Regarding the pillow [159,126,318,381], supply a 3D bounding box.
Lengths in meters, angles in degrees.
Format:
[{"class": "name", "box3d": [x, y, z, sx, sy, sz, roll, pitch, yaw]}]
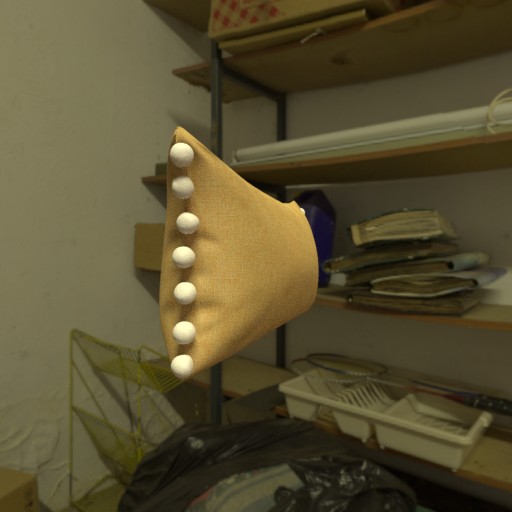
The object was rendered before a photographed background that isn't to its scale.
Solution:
[{"class": "pillow", "box3d": [0.000, 0.000, 0.865, 0.201, 0.322, 0.709, 0, 0, 18]}]
